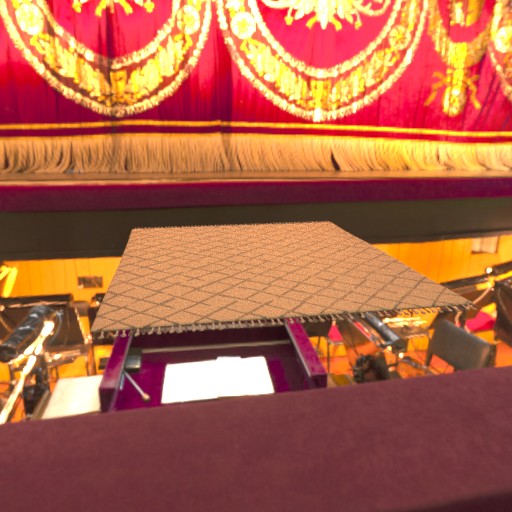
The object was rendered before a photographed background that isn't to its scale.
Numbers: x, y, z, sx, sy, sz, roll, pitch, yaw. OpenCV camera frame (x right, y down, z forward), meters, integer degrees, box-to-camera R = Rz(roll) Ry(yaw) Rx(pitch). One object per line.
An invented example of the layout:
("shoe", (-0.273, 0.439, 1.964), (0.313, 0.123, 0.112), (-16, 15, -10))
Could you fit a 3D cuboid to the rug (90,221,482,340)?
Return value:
("rug", (0.000, 0.000, 4.827), (2.892, 0.036, 3.585), (-3, 16, -10))
